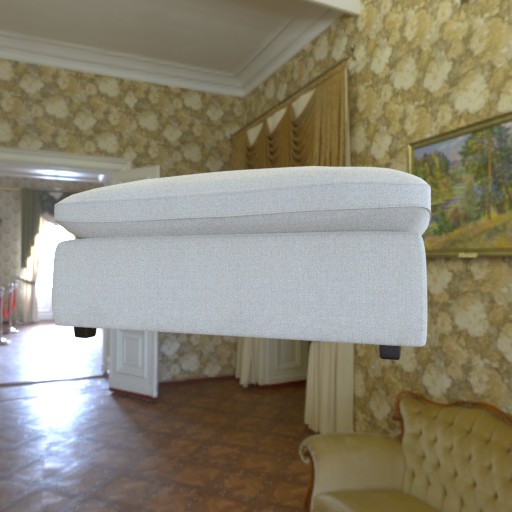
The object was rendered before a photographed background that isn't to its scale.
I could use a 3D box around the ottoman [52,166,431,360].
[{"bbox_3d":[0.000,0.000,1.348,0.984,0.453,0.686,0,-1,20],"label":"ottoman"}]
